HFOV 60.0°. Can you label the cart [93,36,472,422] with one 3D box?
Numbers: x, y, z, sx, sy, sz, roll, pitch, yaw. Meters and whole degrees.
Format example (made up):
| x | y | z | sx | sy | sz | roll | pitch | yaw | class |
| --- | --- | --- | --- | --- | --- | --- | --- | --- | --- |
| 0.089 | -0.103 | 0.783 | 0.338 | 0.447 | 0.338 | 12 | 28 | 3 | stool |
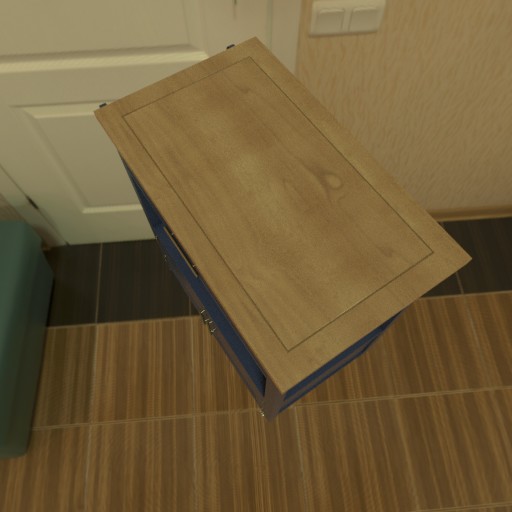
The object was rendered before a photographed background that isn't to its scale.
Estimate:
| x | y | z | sx | sy | sz | roll | pitch | yaw | class |
| --- | --- | --- | --- | --- | --- | --- | --- | --- | --- |
| 0.000 | 0.000 | 1.370 | 0.459 | 0.901 | 0.840 | -31 | 68 | -14 | cart |
